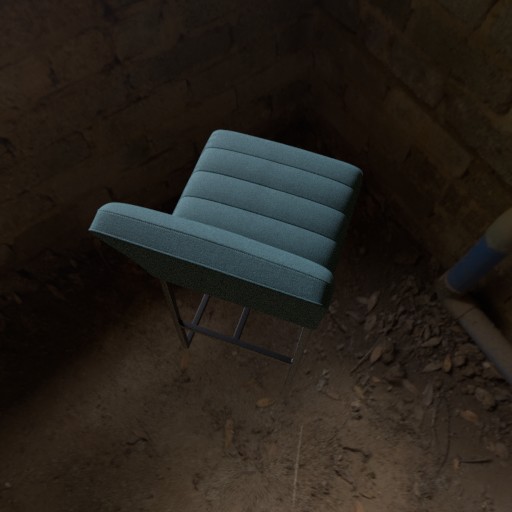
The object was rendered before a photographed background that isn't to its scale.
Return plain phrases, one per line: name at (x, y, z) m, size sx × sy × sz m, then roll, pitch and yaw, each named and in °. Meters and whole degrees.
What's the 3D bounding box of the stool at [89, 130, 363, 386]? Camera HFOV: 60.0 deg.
stool at (0.000, 0.000, 1.321) m, size 0.460 × 1.040 × 0.560 m, roll 18°, pitch 66°, yaw 8°
